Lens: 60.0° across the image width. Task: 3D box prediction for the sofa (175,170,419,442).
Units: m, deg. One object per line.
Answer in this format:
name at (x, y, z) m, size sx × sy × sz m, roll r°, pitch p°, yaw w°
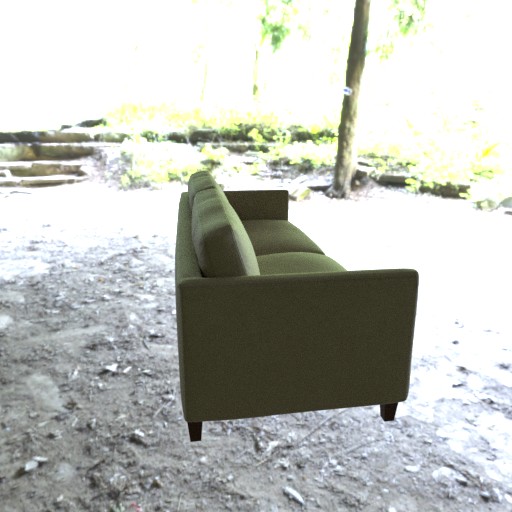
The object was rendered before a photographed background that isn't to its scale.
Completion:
sofa at (0.000, 0.000, 2.844) m, size 0.988 × 0.912 × 2.404 m, roll -3°, pitch 17°, yaw -9°
